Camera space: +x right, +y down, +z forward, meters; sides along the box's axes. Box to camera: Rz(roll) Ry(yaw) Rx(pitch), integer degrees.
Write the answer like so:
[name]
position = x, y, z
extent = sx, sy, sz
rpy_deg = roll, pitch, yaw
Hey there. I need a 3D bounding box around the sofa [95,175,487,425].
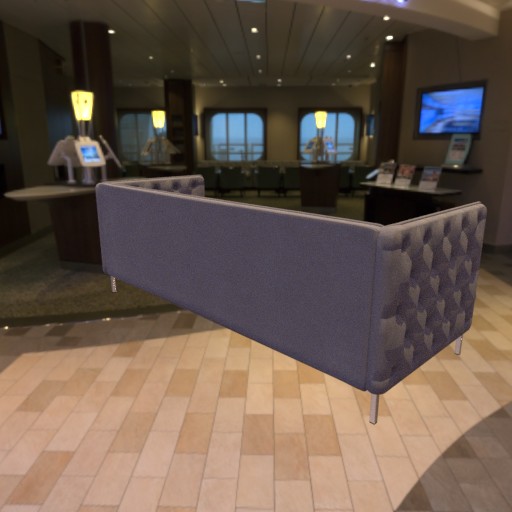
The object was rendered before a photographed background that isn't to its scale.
[sofa]
position = 0.000, 0.000, 2.578
extent = 0.895, 0.771, 2.209
rpy_deg = -14, 21, -43
